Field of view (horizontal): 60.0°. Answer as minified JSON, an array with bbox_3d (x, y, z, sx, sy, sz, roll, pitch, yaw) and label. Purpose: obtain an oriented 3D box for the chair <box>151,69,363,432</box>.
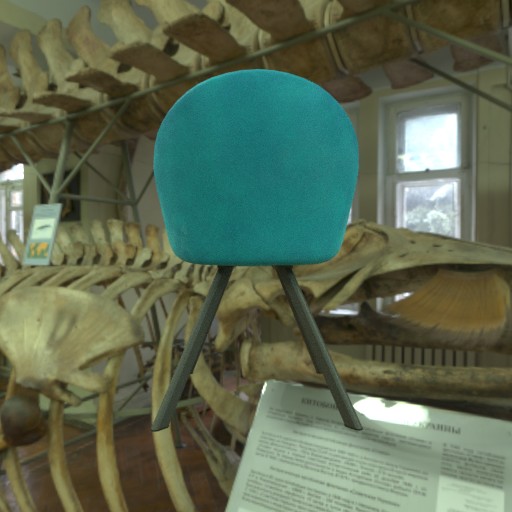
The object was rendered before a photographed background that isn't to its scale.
[{"bbox_3d":[0.000,0.000,1.214,0.550,0.795,0.590,0,1,-1],"label":"chair"}]
